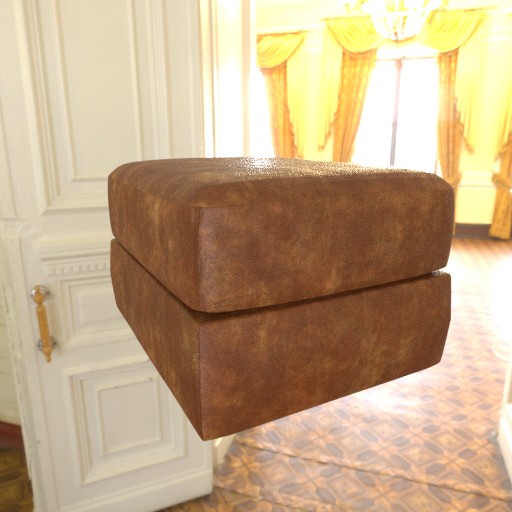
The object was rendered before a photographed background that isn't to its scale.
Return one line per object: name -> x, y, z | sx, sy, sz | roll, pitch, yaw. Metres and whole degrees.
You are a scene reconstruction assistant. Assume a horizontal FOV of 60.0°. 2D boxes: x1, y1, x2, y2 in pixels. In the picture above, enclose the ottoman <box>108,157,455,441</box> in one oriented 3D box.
ottoman -> 0.000, 0.000, 1.125 | 0.603, 0.476, 0.751 | -8, 17, -27
